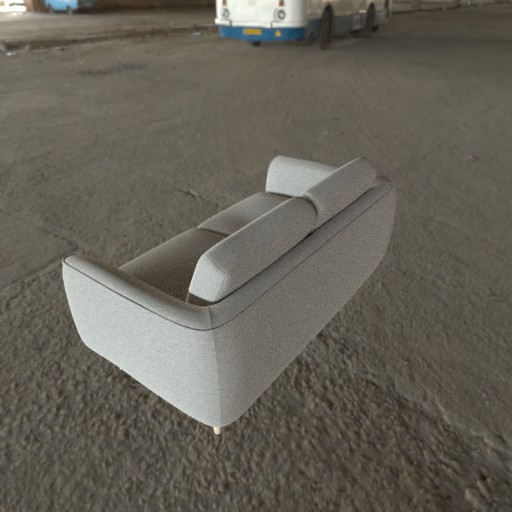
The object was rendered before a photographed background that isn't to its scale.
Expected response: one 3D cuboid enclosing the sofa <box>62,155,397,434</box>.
[{"bbox_3d":[0.000,0.000,2.297,0.920,0.850,1.700,21,37,30],"label":"sofa"}]
